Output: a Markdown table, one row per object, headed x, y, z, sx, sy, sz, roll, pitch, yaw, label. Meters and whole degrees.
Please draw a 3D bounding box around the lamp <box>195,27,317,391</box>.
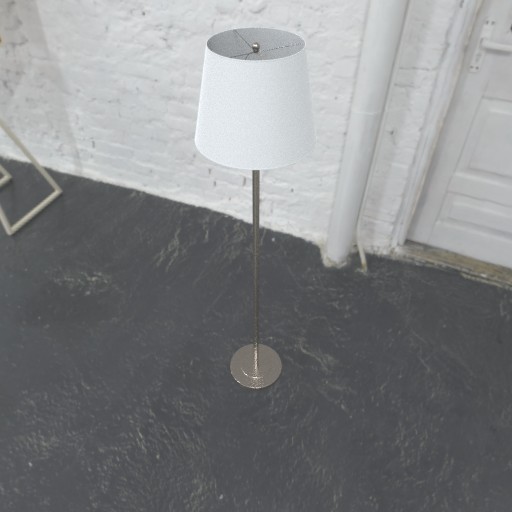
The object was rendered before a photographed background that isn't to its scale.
| x | y | z | sx | sy | sz | roll | pitch | yaw | label |
| --- | --- | --- | --- | --- | --- | --- | --- | --- | --- |
| 0.000 | 0.000 | 1.619 | 0.355 | 1.473 | 0.355 | 0 | 43 | 0 | lamp |
